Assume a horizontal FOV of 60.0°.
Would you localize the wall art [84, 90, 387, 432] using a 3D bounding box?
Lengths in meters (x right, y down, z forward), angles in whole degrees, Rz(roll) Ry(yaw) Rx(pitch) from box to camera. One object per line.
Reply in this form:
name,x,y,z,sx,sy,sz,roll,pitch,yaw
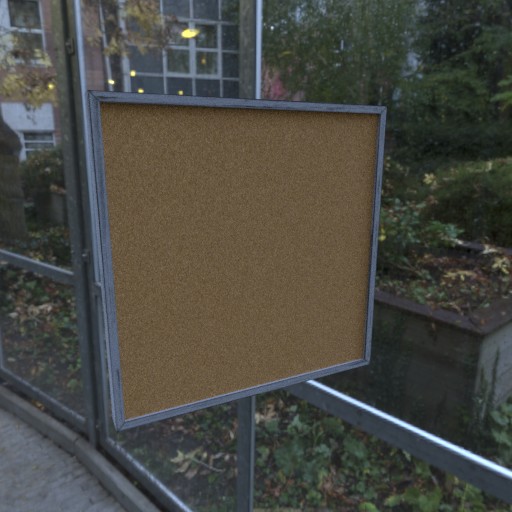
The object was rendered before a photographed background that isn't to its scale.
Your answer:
wall art,0.000,0.000,0.759,0.506,0.506,0.038,-7,15,-26
